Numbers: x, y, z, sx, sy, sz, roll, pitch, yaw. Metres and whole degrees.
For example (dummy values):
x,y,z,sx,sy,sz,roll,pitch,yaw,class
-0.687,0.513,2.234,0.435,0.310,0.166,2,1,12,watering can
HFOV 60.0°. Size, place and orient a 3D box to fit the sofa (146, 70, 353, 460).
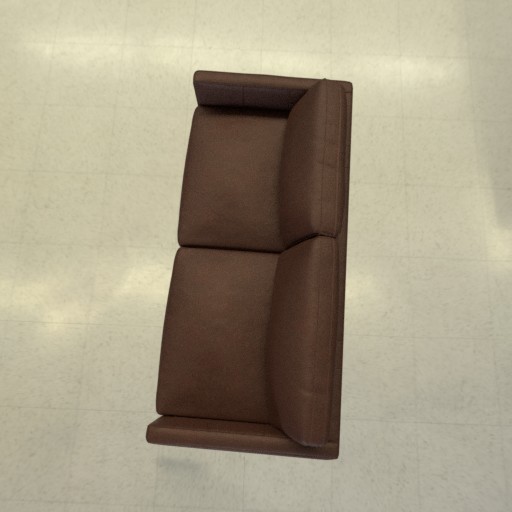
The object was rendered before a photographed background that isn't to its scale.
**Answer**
x,y,z,sx,sy,sz,roll,pitch,yaw,class
0.000,0.000,2.468,0.923,0.863,1.971,5,77,1,sofa
